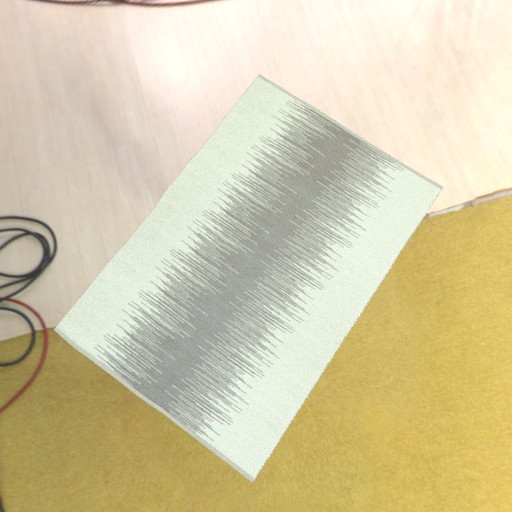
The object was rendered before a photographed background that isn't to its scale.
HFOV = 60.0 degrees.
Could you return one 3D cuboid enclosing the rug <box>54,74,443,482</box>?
[{"bbox_3d":[0.000,0.000,2.322,1.226,0.007,1.815,34,79,8],"label":"rug"}]
